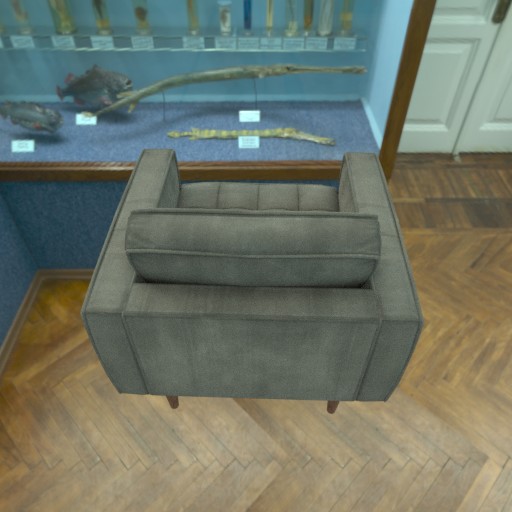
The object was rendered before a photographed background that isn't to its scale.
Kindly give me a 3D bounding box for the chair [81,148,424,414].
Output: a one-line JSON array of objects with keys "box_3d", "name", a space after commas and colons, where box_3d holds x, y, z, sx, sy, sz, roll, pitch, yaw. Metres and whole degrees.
[{"box_3d": [0.000, 0.000, 1.548, 0.928, 0.773, 0.843, 1, 46, 1], "name": "chair"}]
